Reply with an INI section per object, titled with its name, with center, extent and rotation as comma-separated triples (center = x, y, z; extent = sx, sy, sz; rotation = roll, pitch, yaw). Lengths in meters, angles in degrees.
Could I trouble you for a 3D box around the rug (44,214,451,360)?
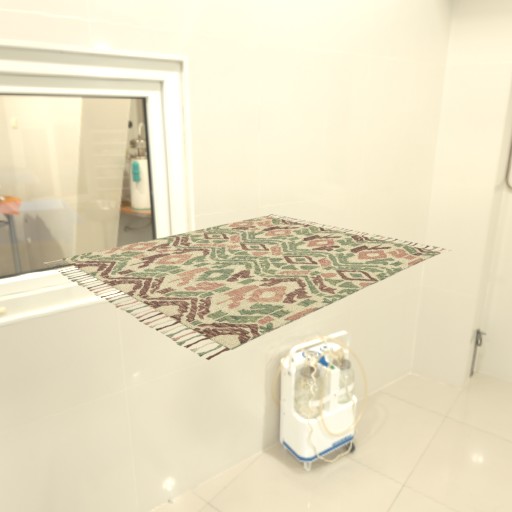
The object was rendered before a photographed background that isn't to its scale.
[rug]
center = 0.000, 0.000, 4.179
extent = 3.048, 0.010, 2.438
rotation = -16, 23, -42
